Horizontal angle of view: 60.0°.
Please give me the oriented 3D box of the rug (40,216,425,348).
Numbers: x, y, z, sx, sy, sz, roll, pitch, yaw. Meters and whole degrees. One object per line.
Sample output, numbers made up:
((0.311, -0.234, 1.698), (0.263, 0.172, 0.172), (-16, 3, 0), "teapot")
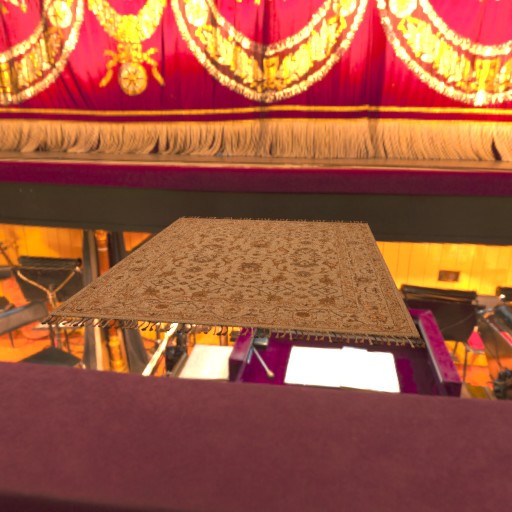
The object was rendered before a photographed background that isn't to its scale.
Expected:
((0.000, 0.000, 2.240), (1.278, 0.009, 1.726), (2, 18, 7), "rug")
